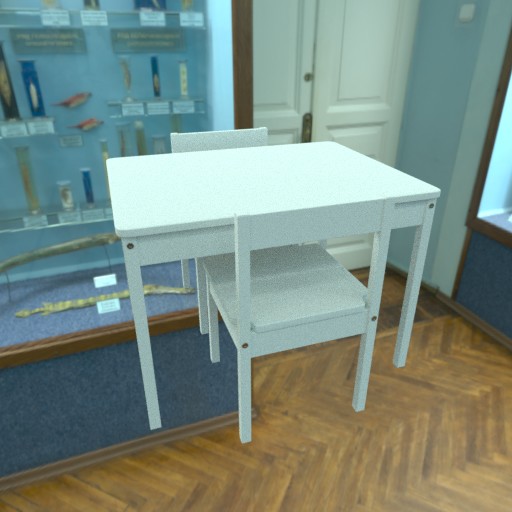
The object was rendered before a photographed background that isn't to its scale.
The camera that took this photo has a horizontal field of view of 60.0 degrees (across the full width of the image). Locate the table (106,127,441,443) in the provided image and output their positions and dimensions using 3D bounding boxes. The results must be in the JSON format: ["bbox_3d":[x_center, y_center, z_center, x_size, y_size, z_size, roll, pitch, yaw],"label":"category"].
[{"bbox_3d":[0.000,0.000,1.121,0.650,0.503,0.672,-9,28,-17],"label":"table"}]
